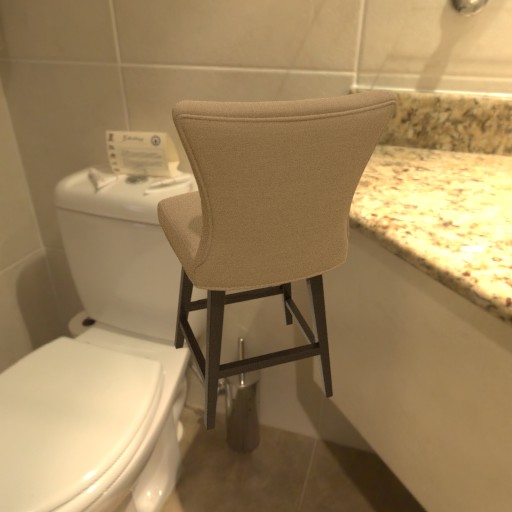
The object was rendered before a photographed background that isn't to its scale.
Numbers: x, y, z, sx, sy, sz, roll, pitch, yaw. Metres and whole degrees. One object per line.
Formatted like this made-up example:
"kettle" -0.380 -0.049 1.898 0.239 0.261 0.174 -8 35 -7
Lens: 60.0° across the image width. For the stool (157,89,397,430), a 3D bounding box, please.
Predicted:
"stool" 0.000 0.000 1.354 0.514 1.000 0.574 -9 30 -16
